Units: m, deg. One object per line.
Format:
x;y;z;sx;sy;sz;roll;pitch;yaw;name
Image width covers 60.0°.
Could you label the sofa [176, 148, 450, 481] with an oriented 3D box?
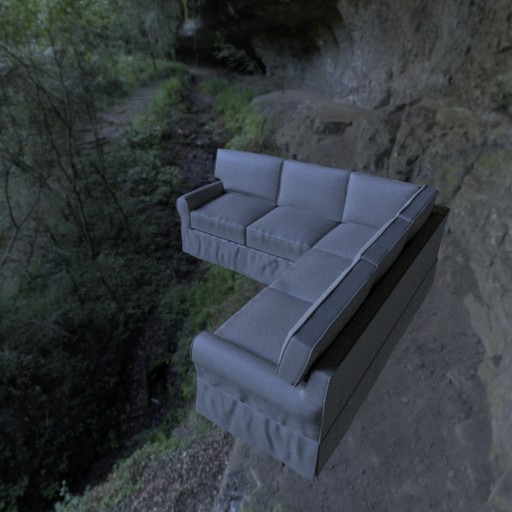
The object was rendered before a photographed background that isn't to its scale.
0.000;0.000;3.946;2.618;1.081;2.623;19;35;29;sofa
